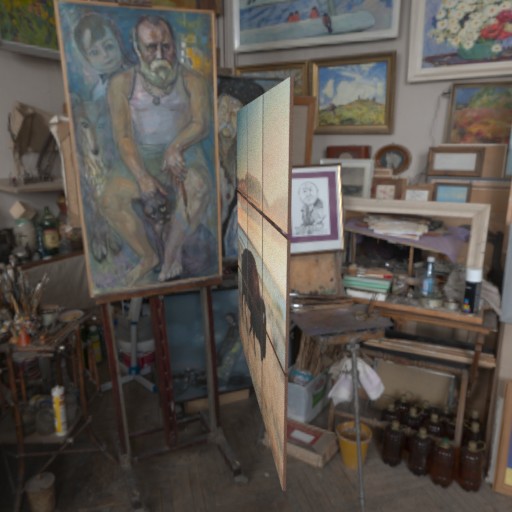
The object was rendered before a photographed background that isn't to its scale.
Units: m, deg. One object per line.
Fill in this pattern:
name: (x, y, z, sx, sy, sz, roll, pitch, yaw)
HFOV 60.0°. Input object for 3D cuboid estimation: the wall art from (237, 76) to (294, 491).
wall art: (0.000, 0.000, 2.299, 0.019, 1.532, 1.533, -2, 14, -8)
